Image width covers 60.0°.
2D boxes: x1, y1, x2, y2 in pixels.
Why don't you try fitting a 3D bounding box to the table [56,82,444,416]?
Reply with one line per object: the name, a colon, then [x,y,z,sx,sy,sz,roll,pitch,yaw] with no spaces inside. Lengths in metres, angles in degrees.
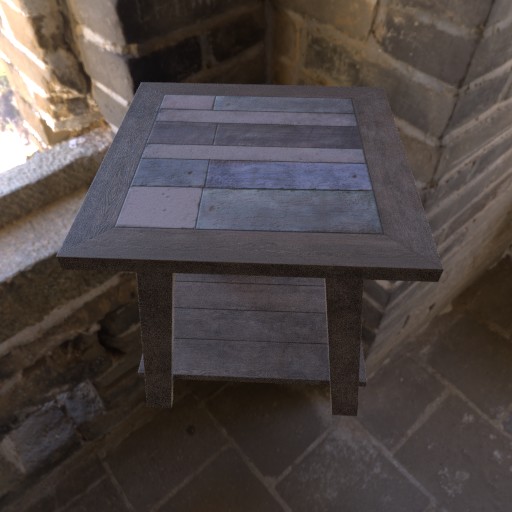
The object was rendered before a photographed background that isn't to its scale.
table: [0.000,0.000,1.125,0.610,0.610,0.610,2,47,2]
